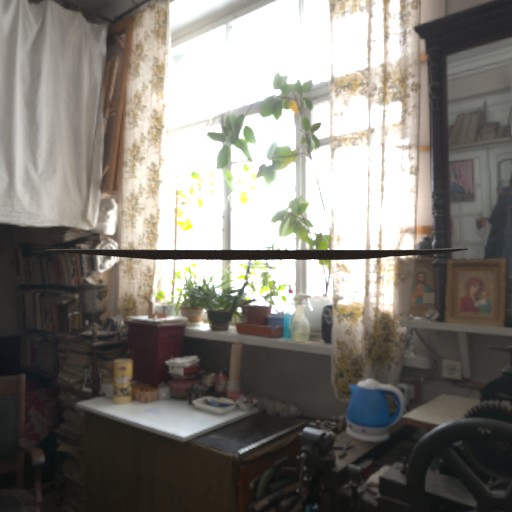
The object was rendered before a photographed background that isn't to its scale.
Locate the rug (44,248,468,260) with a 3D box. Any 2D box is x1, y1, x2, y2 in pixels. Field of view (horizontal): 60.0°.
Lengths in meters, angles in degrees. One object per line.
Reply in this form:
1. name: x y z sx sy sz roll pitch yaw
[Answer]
1. rug: 0.000 0.000 3.904 2.343 0.026 2.925 0 -2 0
